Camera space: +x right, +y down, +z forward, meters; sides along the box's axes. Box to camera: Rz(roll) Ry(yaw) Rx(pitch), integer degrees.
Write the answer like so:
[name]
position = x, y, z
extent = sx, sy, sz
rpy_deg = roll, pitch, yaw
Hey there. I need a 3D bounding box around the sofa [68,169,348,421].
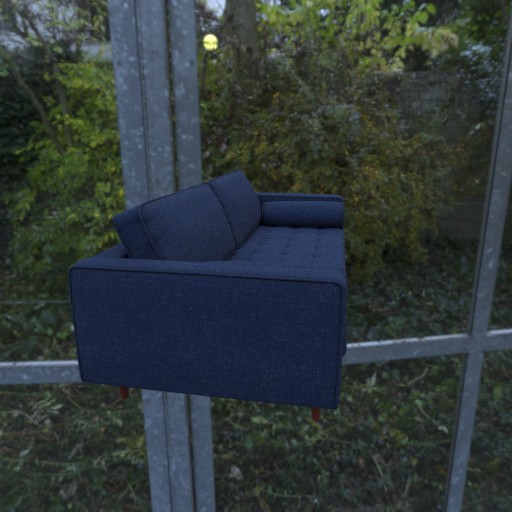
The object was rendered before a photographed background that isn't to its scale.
[sofa]
position = 0.000, 0.000, 2.284
extent = 0.914, 0.762, 1.880
rpy_deg = 3, 16, 10
